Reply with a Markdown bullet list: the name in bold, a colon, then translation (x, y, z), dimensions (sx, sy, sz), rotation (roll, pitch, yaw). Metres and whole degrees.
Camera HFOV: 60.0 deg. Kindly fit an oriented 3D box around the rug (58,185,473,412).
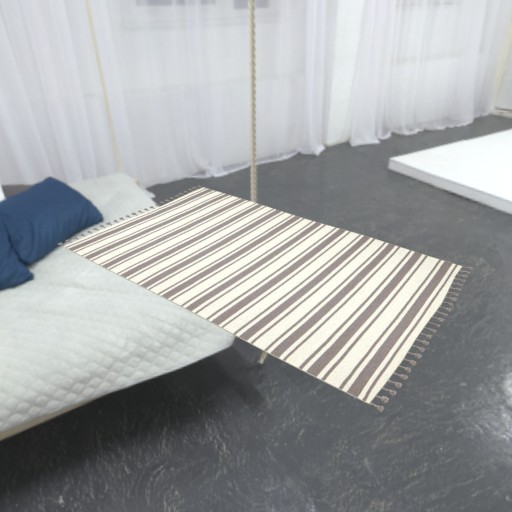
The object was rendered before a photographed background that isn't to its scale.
- **rug**: translation (0.000, 0.000, 2.545), dimensions (2.096, 0.011, 1.229), rotation (21, 36, 32)
